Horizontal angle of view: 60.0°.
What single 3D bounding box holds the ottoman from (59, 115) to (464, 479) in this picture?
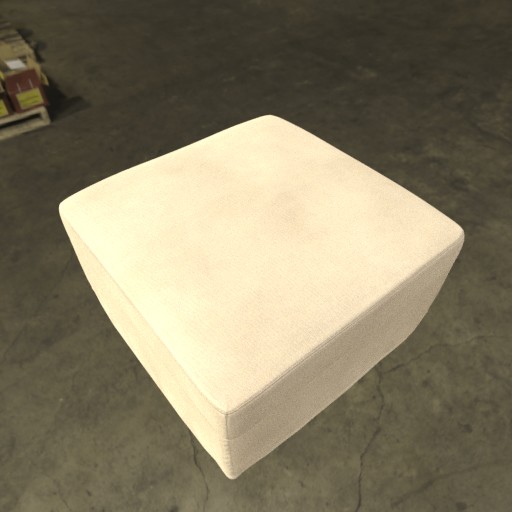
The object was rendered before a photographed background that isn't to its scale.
[{"bbox_3d":[0.000,0.000,1.342,0.842,0.441,0.843,-31,53,-26],"label":"ottoman"}]
